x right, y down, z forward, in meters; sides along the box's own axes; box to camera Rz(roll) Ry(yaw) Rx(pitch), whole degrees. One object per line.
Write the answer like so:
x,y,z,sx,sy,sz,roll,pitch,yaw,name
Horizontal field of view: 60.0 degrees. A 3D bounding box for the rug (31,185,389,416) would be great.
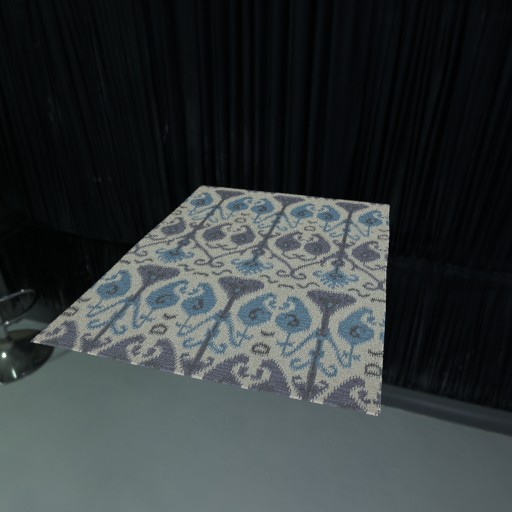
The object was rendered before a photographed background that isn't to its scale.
0.000,0.000,2.925,1.676,0.013,2.261,8,30,14,rug
